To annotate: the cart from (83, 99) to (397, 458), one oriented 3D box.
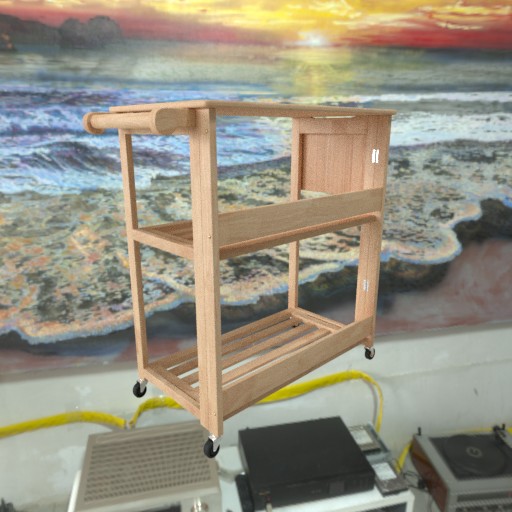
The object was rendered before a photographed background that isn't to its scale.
[{"bbox_3d":[0.000,0.000,1.387,0.853,0.879,0.432,-15,22,-41],"label":"cart"}]
